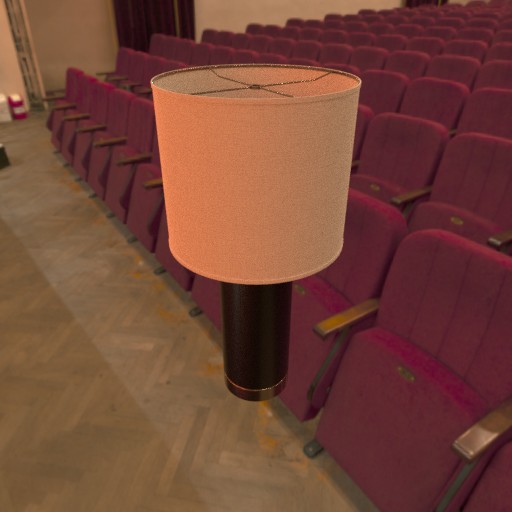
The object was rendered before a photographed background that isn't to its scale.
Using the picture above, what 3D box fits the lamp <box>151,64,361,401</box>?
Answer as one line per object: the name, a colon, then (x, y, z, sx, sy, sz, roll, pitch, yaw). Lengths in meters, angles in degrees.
lamp: (0.000, 0.000, 0.639, 0.241, 0.482, 0.240, -18, 35, -28)
